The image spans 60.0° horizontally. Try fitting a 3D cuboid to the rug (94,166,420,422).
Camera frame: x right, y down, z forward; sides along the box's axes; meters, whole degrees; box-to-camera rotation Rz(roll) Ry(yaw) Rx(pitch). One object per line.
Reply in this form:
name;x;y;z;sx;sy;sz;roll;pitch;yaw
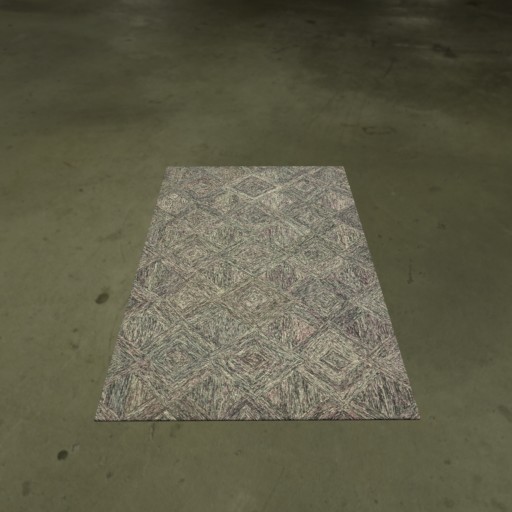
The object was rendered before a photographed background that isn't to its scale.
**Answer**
rug;0.000;0.000;2.901;1.501;0.017;2.298;0;41;0
